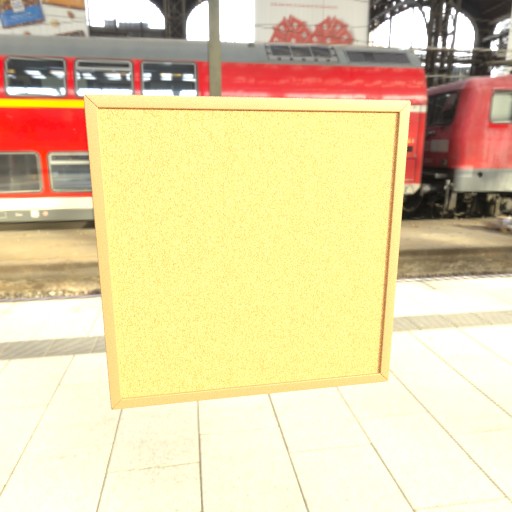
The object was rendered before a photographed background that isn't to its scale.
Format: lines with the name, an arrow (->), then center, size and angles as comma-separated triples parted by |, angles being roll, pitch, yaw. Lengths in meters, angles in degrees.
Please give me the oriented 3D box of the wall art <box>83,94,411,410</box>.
wall art -> 0.000, 0.000, 0.757 | 0.509, 0.509, 0.036 | -3, 14, -10
